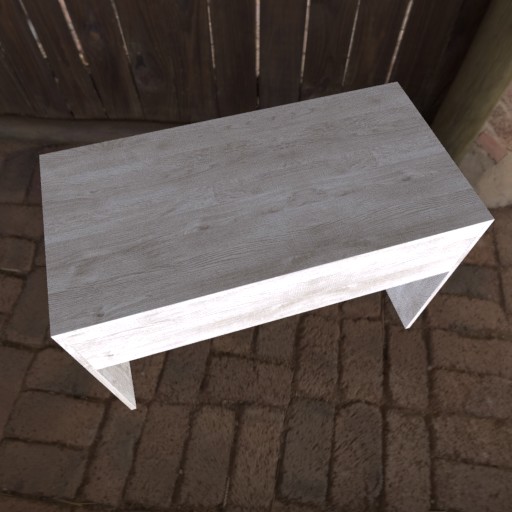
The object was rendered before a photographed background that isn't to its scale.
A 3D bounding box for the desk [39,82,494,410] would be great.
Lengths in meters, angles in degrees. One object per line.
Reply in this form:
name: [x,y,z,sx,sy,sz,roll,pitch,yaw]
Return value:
desk: [0.000,0.000,1.497,1.100,0.730,0.560,-14,60,-8]
